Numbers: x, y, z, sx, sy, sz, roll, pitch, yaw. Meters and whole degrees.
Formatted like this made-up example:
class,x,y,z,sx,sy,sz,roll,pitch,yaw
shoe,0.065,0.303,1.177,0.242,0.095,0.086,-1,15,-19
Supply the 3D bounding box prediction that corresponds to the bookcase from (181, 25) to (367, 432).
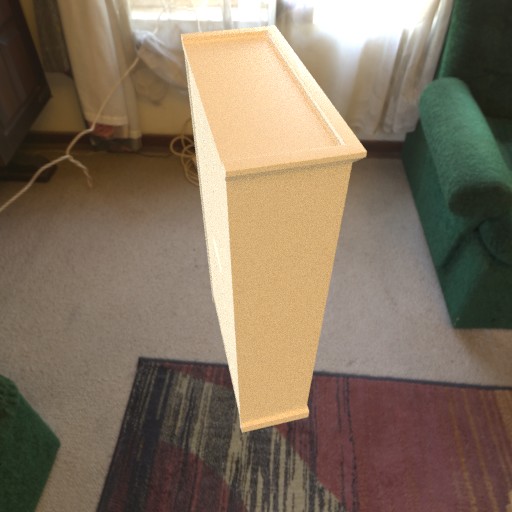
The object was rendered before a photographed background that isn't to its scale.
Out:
class,x,y,z,sx,sy,sz,roll,pitch,yaw
bookcase,0.000,0.000,2.323,0.432,1.880,1.050,-10,47,-9
